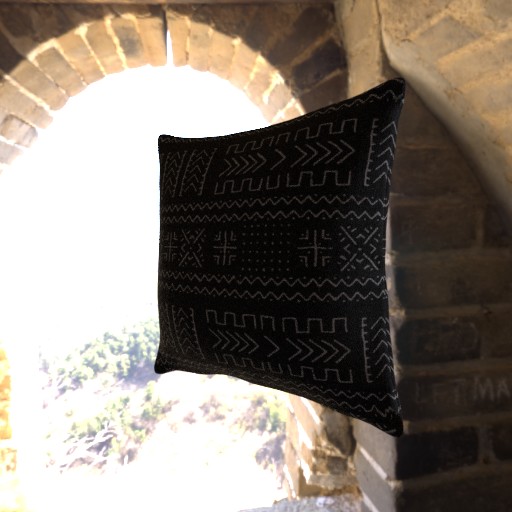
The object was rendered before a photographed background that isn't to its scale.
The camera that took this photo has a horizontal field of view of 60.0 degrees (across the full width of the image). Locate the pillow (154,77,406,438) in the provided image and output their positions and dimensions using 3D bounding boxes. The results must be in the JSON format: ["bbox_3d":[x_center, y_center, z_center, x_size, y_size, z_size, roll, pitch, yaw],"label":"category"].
[{"bbox_3d":[0.000,0.000,0.654,0.438,0.430,0.164,1,1,36],"label":"pillow"}]
